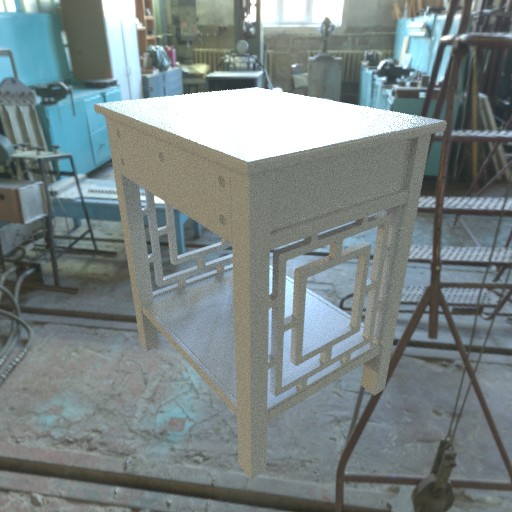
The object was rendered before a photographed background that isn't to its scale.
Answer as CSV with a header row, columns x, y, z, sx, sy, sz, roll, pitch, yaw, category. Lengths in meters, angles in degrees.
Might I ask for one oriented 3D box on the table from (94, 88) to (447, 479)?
x,y,z,sx,sy,sz,roll,pitch,yaw,category
0.000,0.000,1.024,0.451,0.646,0.564,-19,34,-32,table
